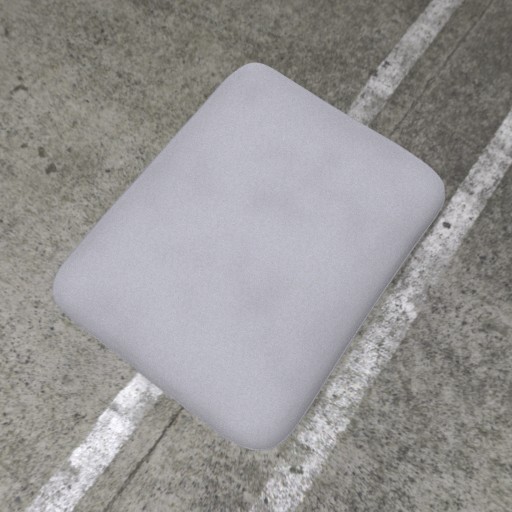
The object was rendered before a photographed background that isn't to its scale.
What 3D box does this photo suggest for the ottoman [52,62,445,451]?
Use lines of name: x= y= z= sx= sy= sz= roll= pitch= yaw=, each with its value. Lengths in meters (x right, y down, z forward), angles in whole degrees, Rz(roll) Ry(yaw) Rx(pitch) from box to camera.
ottoman: x=0.000 y=0.000 z=1.126 sx=0.593 sy=0.478 sz=0.747 roll=35 pitch=77 yaw=9
